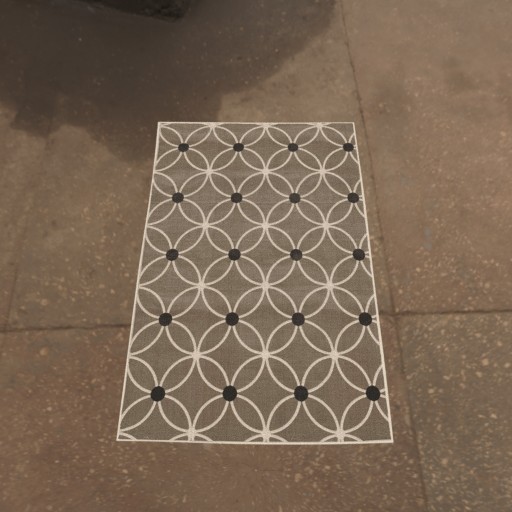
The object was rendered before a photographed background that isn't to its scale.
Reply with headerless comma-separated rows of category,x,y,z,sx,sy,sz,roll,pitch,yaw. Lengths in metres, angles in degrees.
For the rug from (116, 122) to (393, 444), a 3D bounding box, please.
rug,0.000,0.000,2.915,1.522,0.008,2.284,0,64,0
